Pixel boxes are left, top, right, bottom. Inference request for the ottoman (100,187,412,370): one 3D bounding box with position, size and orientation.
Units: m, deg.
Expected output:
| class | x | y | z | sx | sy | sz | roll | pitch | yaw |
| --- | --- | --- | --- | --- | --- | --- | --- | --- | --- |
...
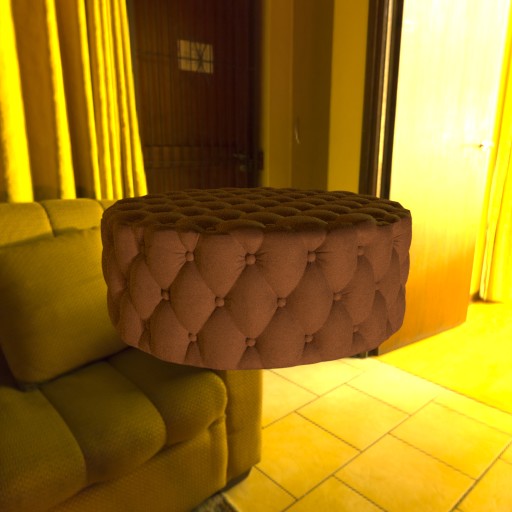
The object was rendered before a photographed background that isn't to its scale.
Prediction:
| class | x | y | z | sx | sy | sz | roll | pitch | yaw |
| --- | --- | --- | --- | --- | --- | --- | --- | --- | --- |
| ottoman | 0.000 | 0.000 | 1.506 | 0.998 | 0.399 | 0.998 | 0 | 14 | 0 |
